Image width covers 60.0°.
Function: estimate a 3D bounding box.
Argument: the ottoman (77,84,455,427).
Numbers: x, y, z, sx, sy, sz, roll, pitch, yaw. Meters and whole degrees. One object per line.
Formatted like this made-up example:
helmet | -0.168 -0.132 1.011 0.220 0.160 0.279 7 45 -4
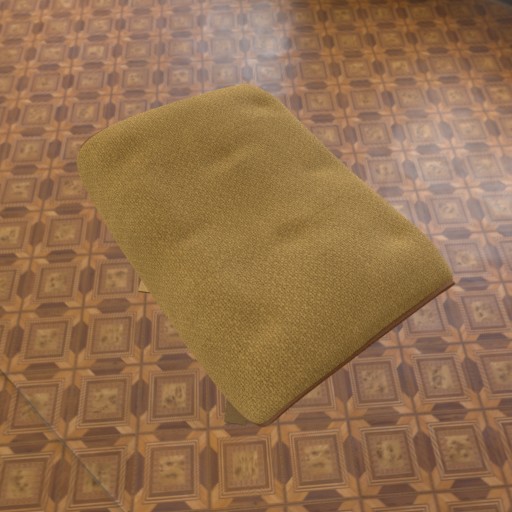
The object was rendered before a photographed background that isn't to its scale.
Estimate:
ottoman | 0.000 0.000 0.797 0.394 0.391 0.520 -32 65 -17
